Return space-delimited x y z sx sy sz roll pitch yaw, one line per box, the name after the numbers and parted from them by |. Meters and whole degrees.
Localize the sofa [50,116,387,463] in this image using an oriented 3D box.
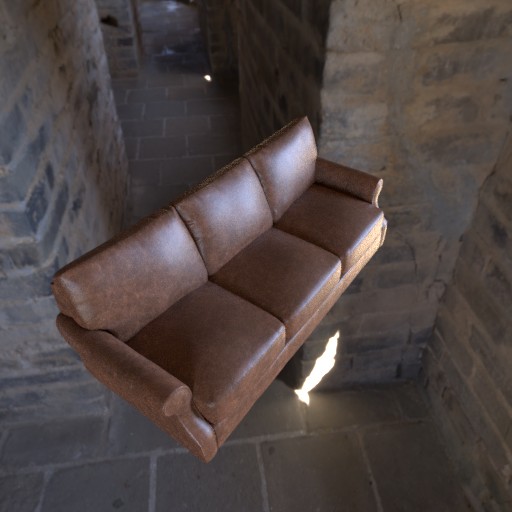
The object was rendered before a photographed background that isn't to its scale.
0.000 0.000 2.830 0.973 0.977 2.351 25 46 26 | sofa
